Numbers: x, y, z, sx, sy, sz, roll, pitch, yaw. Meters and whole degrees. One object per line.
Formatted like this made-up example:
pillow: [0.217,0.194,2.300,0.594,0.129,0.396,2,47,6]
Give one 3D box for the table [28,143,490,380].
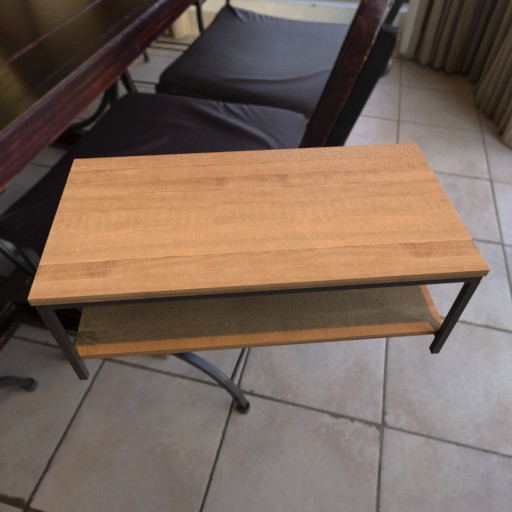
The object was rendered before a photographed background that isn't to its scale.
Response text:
table: [0.000,0.000,1.381,1.100,0.399,0.551,-3,47,-3]
